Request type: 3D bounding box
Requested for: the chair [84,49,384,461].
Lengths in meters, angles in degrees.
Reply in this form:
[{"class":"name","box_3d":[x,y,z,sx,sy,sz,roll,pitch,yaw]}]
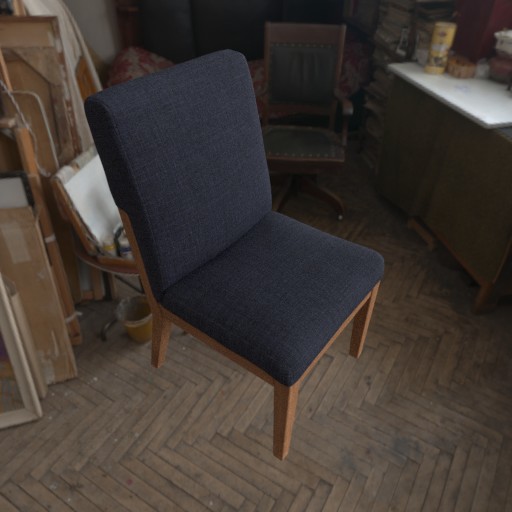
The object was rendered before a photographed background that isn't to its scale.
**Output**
[{"class":"chair","box_3d":[0.000,0.000,1.232,0.586,0.911,0.507,26,46,28]}]
